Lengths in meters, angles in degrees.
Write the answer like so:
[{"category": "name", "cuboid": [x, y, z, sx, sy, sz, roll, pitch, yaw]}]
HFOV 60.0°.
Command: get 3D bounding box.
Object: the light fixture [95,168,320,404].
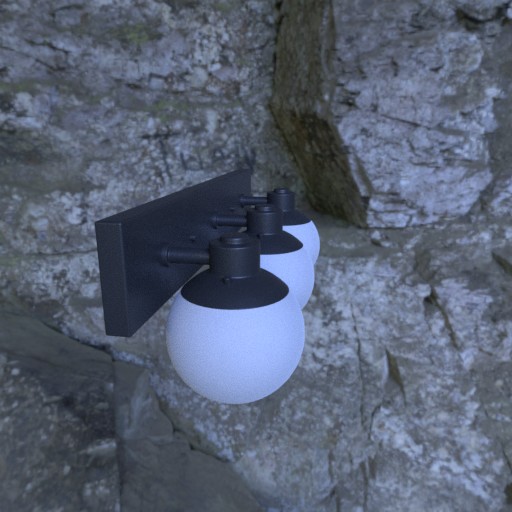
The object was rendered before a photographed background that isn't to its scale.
[{"category": "light fixture", "cuboid": [0.000, 0.000, 0.825, 0.218, 0.263, 0.721, 3, 16, 10]}]
